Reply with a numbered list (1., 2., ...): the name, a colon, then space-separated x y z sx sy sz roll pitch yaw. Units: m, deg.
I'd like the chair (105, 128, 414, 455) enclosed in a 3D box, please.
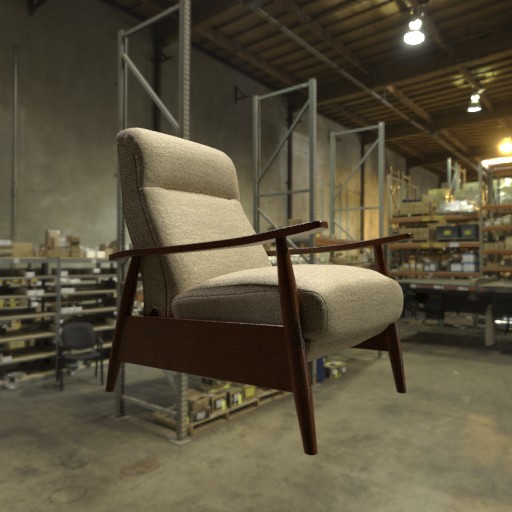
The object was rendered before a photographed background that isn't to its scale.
1. chair: 0.000 0.000 1.774 1.014 1.082 0.762 0 -1 38
